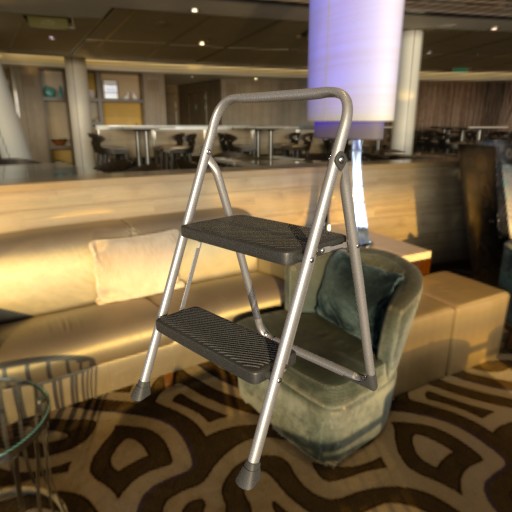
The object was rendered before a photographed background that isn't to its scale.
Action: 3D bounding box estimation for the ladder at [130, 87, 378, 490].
[{"bbox_3d":[0.000,0.000,1.018,0.472,0.720,0.430,-15,22,-42],"label":"ladder"}]
